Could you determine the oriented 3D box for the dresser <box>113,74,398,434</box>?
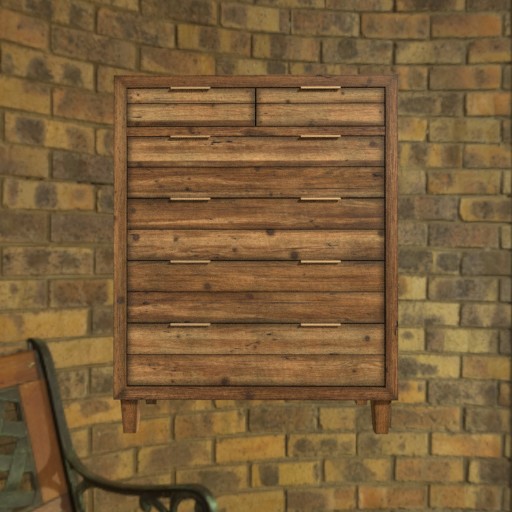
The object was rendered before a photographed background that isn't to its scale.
[{"bbox_3d":[0.000,0.000,1.871,1.067,1.359,0.438,0,0,1],"label":"dresser"}]
